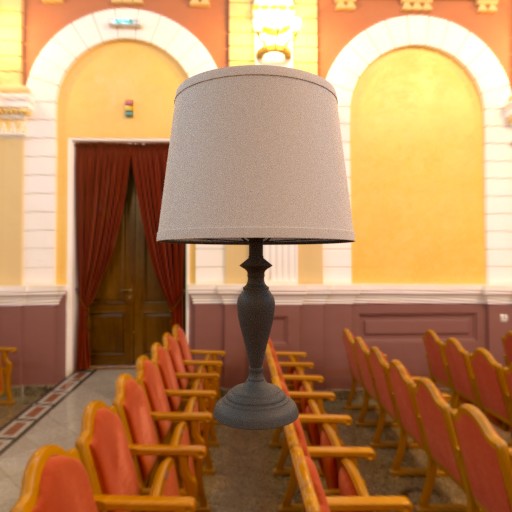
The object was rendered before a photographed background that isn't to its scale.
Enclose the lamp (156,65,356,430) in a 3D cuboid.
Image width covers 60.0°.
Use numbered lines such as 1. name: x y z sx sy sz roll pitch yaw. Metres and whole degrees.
1. lamp: 0.000 0.000 0.706 0.310 0.501 0.310 0 0 0
